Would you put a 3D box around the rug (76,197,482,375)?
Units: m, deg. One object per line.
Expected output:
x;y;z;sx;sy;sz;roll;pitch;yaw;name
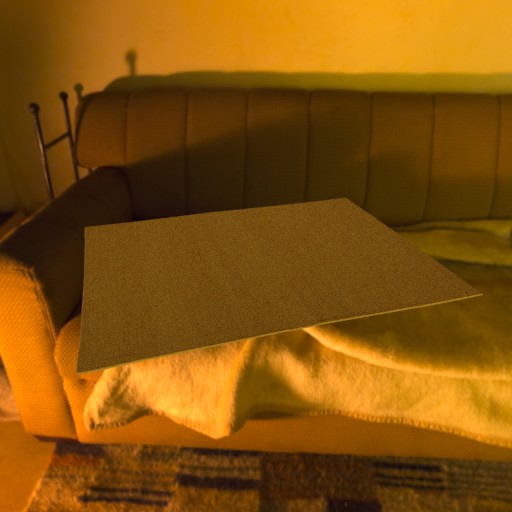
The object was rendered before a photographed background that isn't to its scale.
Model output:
0.000;0.000;4.277;3.202;0.045;2.434;-8;29;-15;rug
